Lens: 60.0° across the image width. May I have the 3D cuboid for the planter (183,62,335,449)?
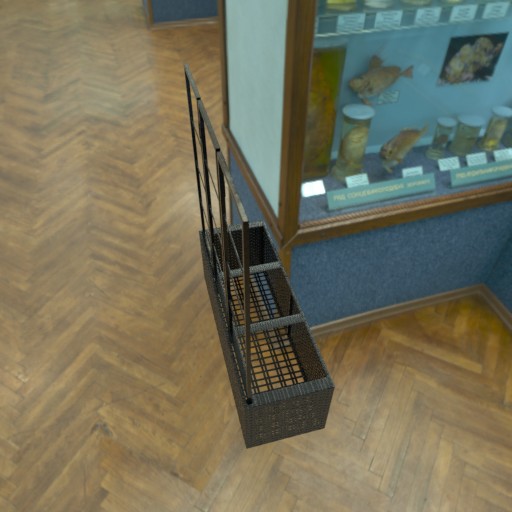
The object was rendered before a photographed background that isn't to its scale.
[{"bbox_3d":[0.000,0.000,1.245,0.244,0.841,0.699,-10,45,-10],"label":"planter"}]
